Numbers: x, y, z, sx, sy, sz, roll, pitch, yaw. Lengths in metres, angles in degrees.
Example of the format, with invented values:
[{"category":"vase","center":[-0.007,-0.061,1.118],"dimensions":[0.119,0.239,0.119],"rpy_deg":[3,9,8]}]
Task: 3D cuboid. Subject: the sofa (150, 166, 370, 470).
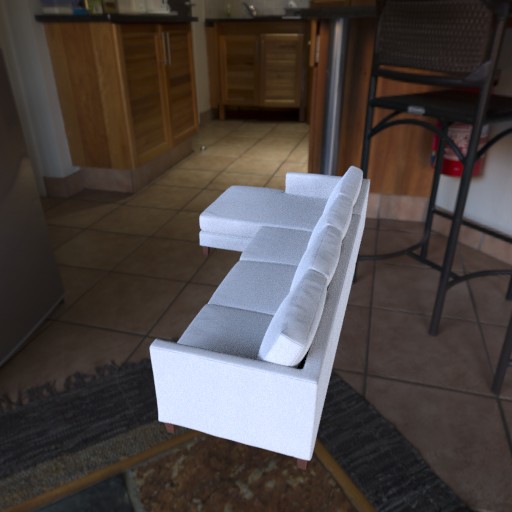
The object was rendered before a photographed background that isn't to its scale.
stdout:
[{"category":"sofa","center":[0.000,0.000,3.799],"dimensions":[1.625,0.861,3.186],"rpy_deg":[9,30,15]}]
